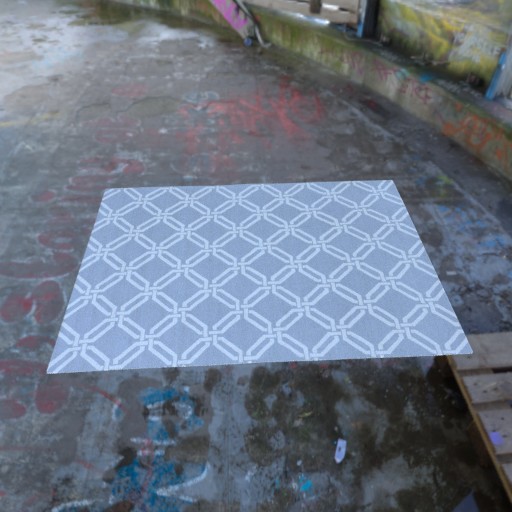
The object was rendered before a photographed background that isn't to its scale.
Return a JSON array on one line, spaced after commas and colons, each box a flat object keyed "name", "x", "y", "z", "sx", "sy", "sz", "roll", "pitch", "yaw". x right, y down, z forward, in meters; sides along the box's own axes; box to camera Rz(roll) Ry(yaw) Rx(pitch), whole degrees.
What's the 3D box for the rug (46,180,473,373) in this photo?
[{"name": "rug", "x": 0.000, "y": 0.000, "z": 2.742, "sx": 2.133, "sy": 0.013, "sz": 1.522, "roll": -2, "pitch": 44, "yaw": -2}]
